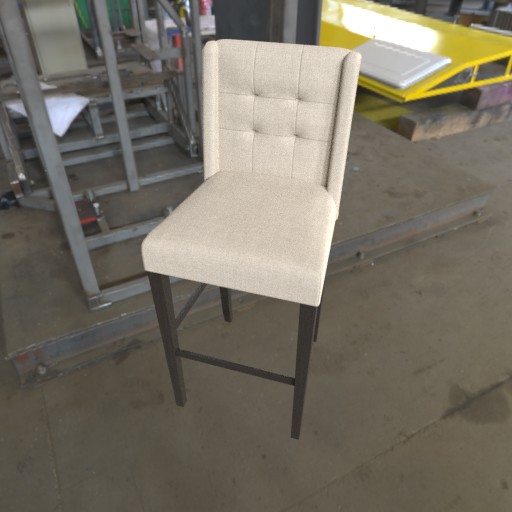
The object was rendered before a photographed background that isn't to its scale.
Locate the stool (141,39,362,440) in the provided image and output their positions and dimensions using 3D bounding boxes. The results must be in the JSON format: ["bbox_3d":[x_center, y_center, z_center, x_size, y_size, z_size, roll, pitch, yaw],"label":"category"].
[{"bbox_3d":[0.000,0.000,1.374,0.474,1.116,0.509,11,40,13],"label":"stool"}]
